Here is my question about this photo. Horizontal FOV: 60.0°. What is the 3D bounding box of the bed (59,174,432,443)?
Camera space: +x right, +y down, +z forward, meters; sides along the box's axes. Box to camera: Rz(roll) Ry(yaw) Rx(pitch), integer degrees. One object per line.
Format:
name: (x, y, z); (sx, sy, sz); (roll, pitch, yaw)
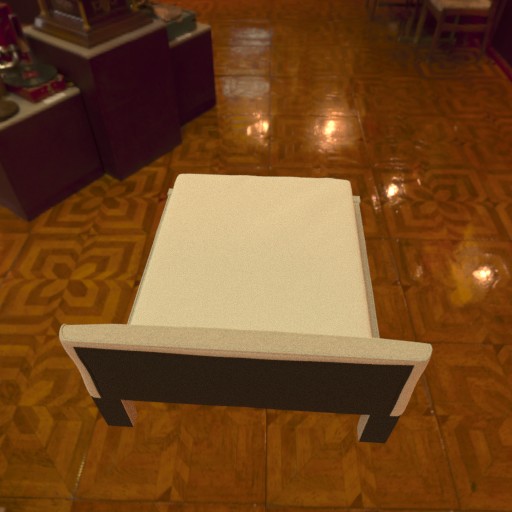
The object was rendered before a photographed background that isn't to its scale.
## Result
bed: (0.000, 0.000, 3.510); (1.980, 1.126, 2.498); (3, 46, 3)
